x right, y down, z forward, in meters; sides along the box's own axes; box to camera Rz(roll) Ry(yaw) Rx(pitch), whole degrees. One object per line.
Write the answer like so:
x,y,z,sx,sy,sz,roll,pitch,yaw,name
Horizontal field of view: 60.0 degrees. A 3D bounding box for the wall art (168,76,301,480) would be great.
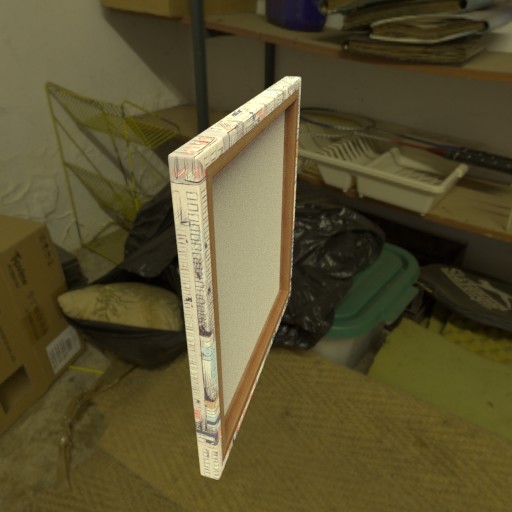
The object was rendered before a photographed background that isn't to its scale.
0.000,0.000,0.913,0.038,0.608,0.607,8,31,14,wall art
